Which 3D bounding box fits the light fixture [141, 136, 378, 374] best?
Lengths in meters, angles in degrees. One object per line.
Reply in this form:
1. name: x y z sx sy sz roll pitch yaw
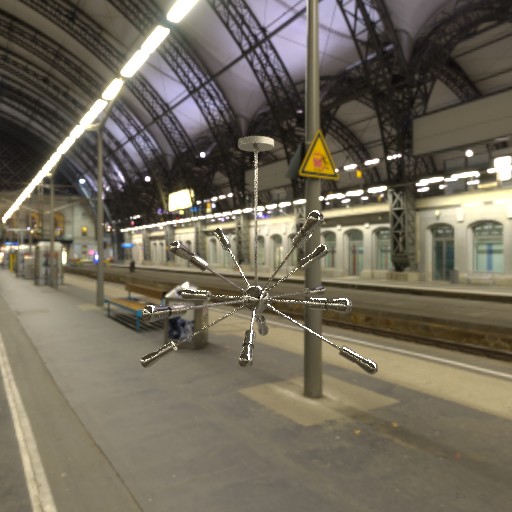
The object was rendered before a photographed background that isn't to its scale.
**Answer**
1. light fixture: 0.000 0.000 1.075 0.509 0.558 0.684 0 0 36
